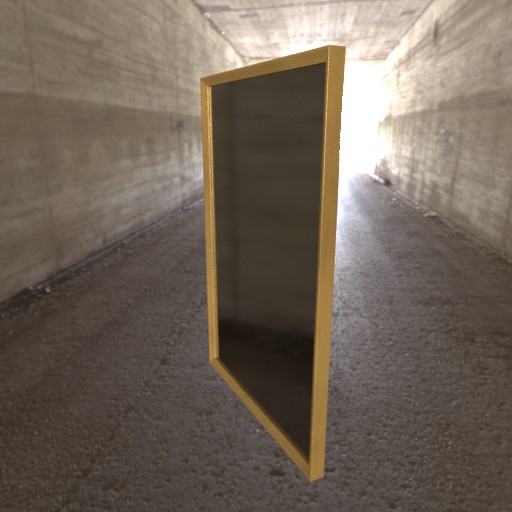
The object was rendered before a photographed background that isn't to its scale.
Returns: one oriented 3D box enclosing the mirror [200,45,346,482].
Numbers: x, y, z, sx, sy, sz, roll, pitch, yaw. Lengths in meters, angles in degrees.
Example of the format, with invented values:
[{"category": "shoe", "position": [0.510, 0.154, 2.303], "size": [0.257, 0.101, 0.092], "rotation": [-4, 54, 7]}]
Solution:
[{"category": "mirror", "position": [0.000, 0.000, 1.153], "size": [0.041, 0.915, 0.609], "rotation": [-8, 18, -27]}]
